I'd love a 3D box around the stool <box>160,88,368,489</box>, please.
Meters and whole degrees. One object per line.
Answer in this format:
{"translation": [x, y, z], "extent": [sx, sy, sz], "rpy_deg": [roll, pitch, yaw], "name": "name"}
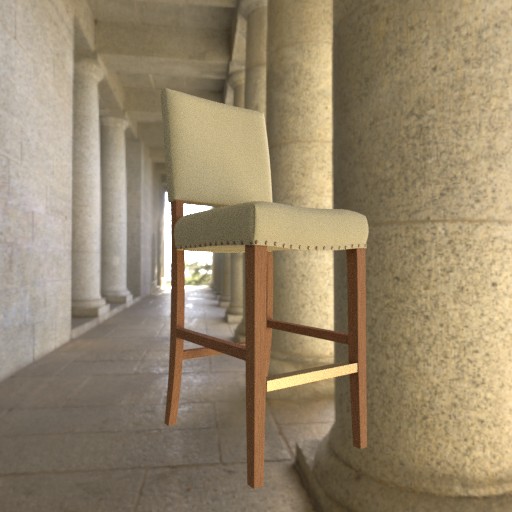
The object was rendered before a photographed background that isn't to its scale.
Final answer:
{"translation": [0.000, 0.000, 1.458], "extent": [0.445, 1.168, 0.584], "rpy_deg": [1, -1, -36], "name": "stool"}
